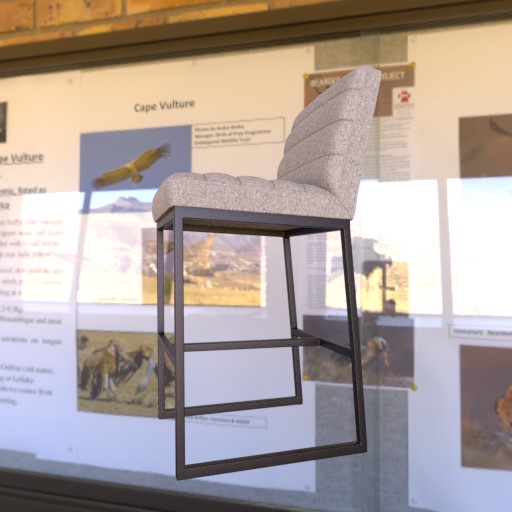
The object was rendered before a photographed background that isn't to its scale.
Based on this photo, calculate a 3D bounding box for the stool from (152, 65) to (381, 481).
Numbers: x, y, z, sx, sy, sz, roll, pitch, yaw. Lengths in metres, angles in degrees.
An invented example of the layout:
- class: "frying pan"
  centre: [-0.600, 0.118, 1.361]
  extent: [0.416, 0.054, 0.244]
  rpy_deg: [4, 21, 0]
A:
- class: "stool"
  centre: [0.000, 0.000, 1.304]
  extent: [0.571, 1.034, 0.459]
  rpy_deg: [0, -1, -18]
